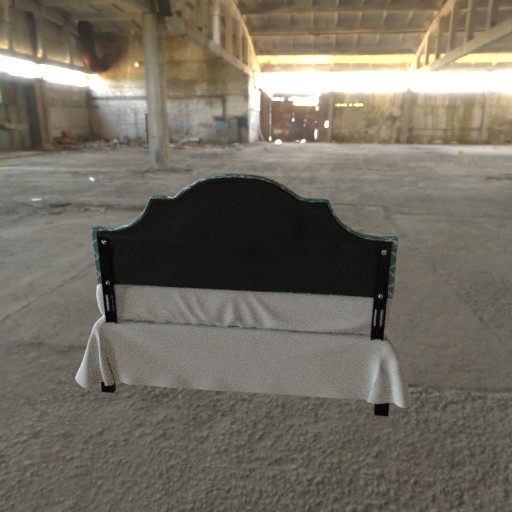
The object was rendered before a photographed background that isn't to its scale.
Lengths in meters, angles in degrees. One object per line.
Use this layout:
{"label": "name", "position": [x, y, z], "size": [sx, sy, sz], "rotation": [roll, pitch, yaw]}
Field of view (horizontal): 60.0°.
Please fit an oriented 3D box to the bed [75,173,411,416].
{"label": "bed", "position": [0.000, 0.000, 3.824], "size": [2.314, 1.601, 2.222], "rotation": [2, 17, 8]}
